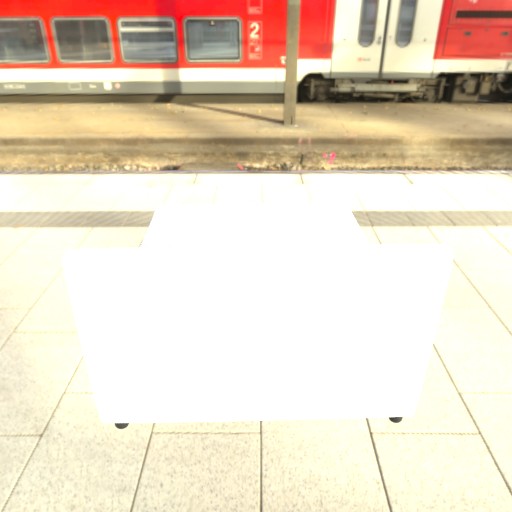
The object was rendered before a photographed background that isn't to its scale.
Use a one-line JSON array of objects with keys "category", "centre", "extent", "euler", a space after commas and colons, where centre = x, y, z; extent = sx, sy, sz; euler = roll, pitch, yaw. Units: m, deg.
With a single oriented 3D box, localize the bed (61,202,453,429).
[{"category": "bed", "centre": [0.000, 0.000, 3.583], "extent": [2.119, 1.317, 2.341], "euler": [-1, 29, -1]}]
